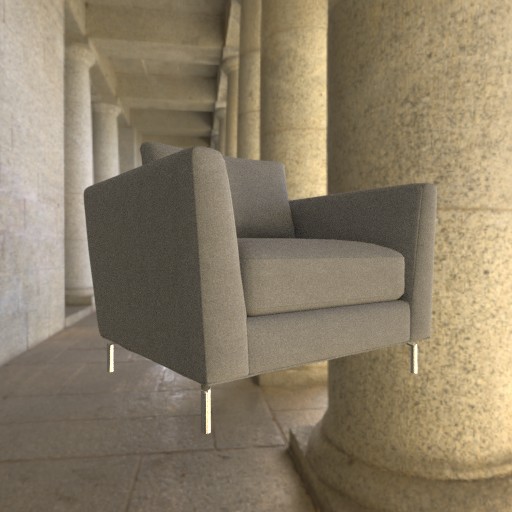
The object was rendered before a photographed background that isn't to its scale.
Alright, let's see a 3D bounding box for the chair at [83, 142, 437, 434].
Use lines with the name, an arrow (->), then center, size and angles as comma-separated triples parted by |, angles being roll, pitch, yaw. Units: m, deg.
chair -> 0.000, 0.000, 1.671 | 1.041, 0.864, 0.889 | -1, 1, -37
